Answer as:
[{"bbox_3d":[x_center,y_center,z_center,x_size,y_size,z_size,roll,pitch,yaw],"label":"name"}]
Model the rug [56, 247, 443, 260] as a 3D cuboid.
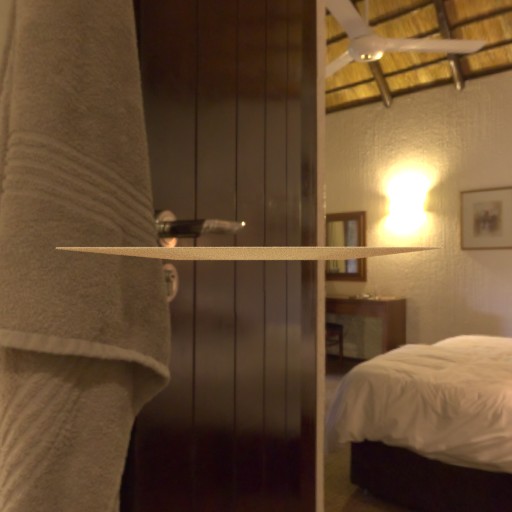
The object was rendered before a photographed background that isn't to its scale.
[{"bbox_3d":[0.000,0.000,2.324,1.234,0.006,1.850,0,-2,2],"label":"rug"}]
